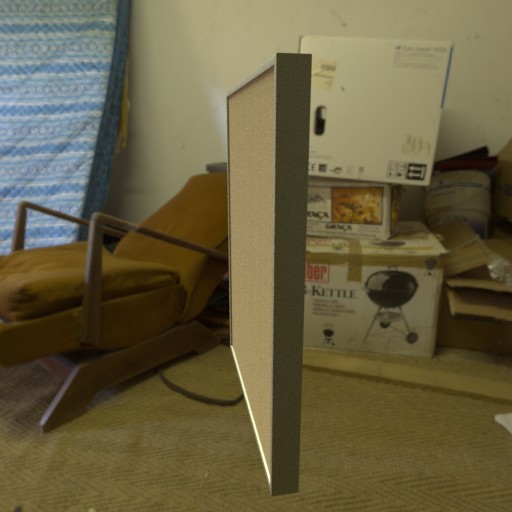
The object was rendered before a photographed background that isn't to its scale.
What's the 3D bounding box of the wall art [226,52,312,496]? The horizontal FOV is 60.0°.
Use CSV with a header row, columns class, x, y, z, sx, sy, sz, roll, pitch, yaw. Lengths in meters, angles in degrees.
class,x,y,z,sx,sy,sz,roll,pitch,yaw
wall art,0.000,0.000,0.741,0.039,0.553,0.445,-3,16,-10
